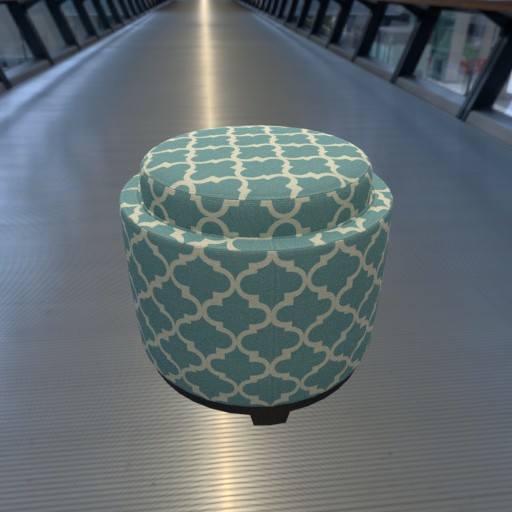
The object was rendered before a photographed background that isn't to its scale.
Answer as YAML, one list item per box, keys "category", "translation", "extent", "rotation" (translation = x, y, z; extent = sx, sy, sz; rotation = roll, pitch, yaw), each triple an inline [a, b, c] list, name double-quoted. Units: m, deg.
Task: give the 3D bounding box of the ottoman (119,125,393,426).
- category: "ottoman"
  translation: [0.000, 0.000, 0.860]
  extent: [0.480, 0.429, 0.480]
  rotation: [0, 30, 0]
